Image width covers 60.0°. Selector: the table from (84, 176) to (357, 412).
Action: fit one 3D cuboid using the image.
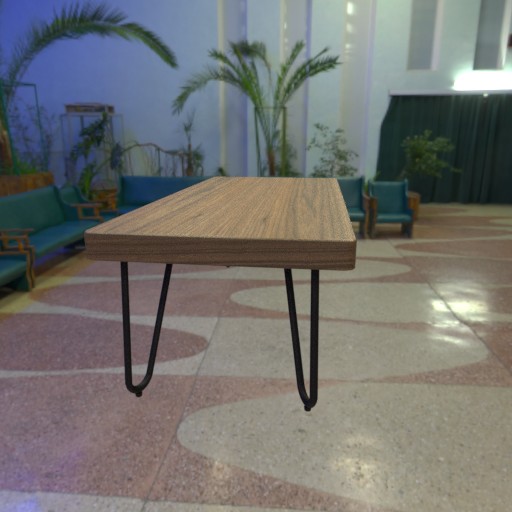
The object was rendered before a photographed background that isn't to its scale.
[{"bbox_3d":[0.000,0.000,1.707,0.637,0.468,1.375,2,16,8],"label":"table"}]
